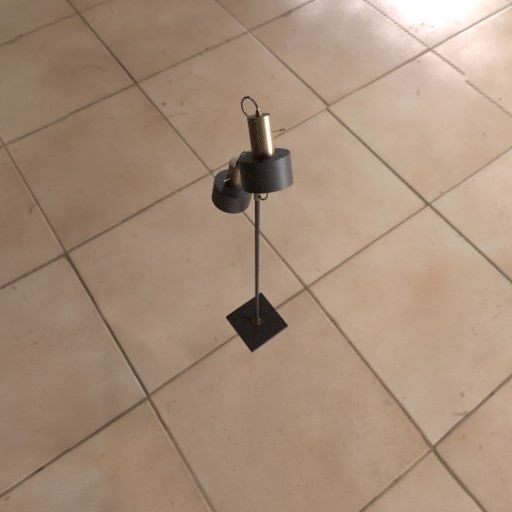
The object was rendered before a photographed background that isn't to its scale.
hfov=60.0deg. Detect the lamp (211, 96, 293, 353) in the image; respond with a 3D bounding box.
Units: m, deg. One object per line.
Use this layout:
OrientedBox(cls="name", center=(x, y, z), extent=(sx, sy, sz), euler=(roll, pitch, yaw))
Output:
OrientedBox(cls="lamp", center=(0.000, 0.000, 1.653), extent=(0.233, 1.505, 0.315), euler=(-33, 68, -16))
